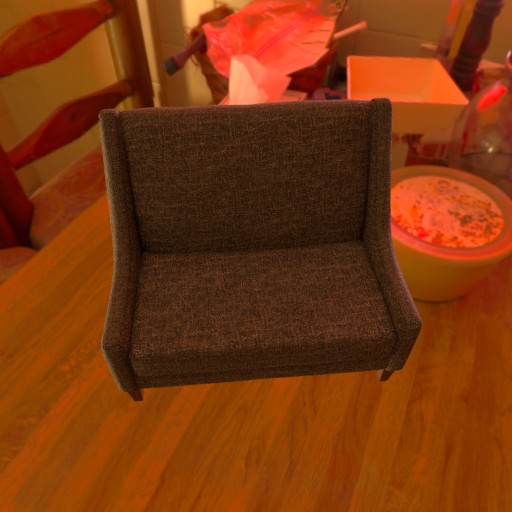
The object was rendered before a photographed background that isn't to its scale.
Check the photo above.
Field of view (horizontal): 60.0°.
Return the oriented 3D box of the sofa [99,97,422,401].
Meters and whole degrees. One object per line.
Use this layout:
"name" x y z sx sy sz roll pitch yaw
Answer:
"sofa" 0.000 0.000 1.931 1.242 1.021 0.870 -4 46 -3
